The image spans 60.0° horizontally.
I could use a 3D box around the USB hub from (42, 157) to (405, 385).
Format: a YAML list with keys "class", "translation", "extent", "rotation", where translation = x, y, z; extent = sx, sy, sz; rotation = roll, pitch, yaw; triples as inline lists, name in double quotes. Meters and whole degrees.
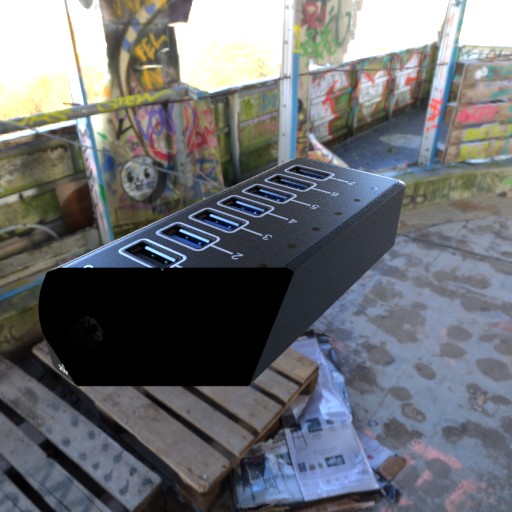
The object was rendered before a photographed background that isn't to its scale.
- class: "USB hub"
  translation: [0.000, 0.000, 0.127]
  extent: [0.044, 0.023, 0.110]
  rotation: [22, 37, 32]
